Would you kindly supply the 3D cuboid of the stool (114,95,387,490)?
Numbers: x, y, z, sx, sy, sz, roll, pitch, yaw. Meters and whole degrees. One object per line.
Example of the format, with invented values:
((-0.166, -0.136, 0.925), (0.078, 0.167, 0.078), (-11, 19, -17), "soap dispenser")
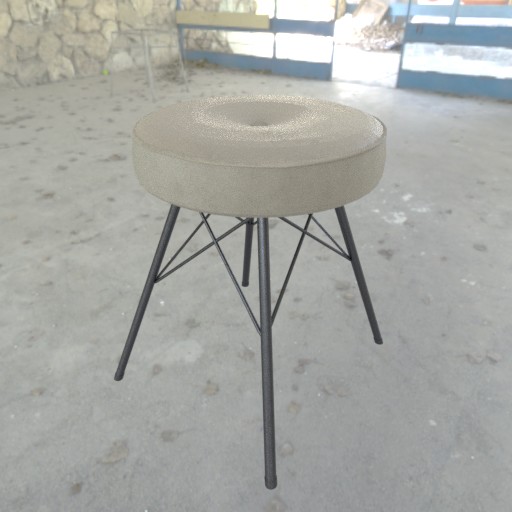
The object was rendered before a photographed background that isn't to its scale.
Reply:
((0.000, 0.000, 0.853), (0.423, 0.538, 0.457), (21, 36, 31), "stool")
